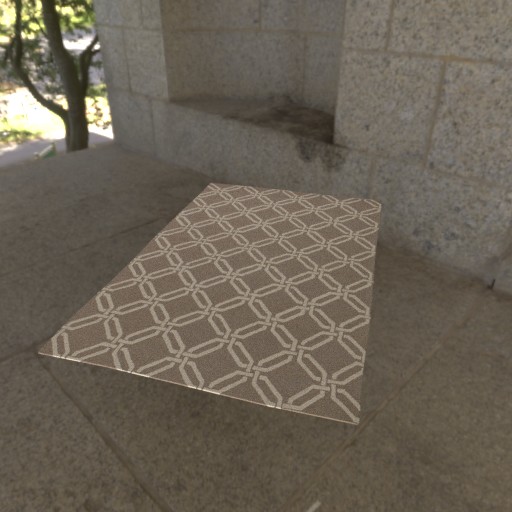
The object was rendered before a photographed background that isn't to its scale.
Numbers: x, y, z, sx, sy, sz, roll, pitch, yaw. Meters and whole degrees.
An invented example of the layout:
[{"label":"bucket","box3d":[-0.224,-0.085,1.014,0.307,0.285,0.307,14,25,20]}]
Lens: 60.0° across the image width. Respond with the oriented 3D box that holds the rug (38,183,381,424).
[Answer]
[{"label":"rug","box3d":[0.000,0.000,2.172,1.142,0.010,1.748,8,31,14]}]
